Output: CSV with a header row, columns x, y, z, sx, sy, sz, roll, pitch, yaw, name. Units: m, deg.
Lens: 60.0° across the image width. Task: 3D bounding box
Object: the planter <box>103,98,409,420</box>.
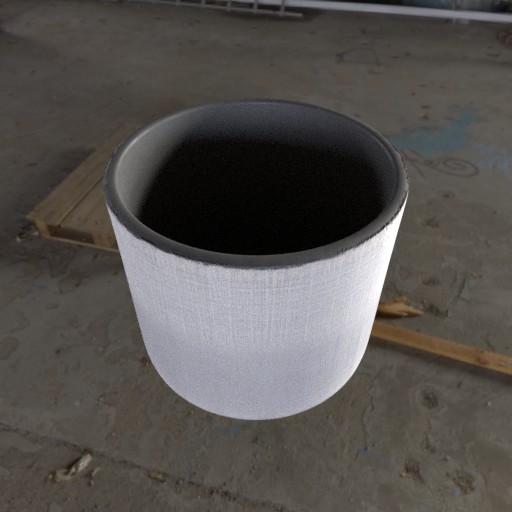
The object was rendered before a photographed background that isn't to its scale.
x,y,z,sx,sy,sz,roll,pitch,yaw,name
0.000,0.000,0.446,0.254,0.221,0.254,0,44,0,planter
